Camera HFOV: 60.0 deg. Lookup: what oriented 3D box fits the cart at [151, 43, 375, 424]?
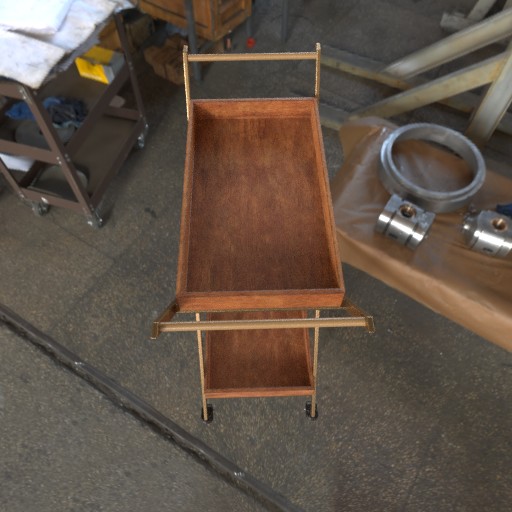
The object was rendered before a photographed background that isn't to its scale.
[{"bbox_3d":[0.000,0.000,1.328,0.405,0.869,0.836,-1,59,-1],"label":"cart"}]
